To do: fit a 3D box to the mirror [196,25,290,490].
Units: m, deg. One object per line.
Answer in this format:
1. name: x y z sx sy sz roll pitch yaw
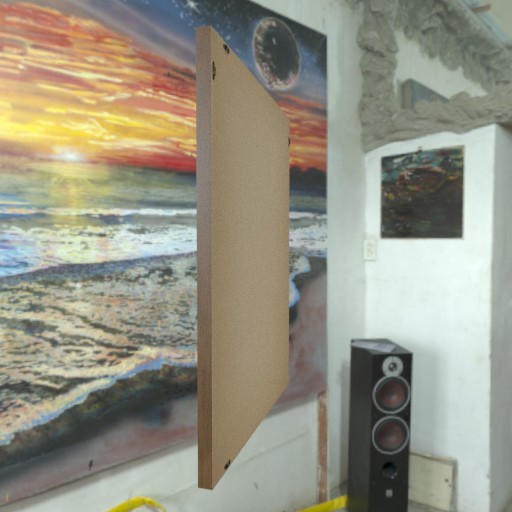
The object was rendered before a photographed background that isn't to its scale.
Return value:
1. mirror: 0.000 0.000 1.335 0.040 1.016 0.762 1 2 17
